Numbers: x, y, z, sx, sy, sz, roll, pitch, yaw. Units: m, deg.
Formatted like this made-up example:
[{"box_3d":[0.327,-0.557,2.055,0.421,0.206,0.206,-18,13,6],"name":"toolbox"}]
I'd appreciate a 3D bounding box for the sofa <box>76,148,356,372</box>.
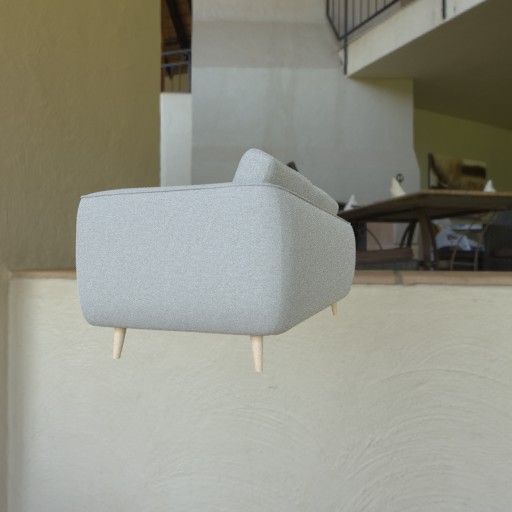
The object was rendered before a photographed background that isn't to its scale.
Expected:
[{"box_3d":[0.000,0.000,2.521,0.920,0.850,2.000,0,0,20],"name":"sofa"}]
